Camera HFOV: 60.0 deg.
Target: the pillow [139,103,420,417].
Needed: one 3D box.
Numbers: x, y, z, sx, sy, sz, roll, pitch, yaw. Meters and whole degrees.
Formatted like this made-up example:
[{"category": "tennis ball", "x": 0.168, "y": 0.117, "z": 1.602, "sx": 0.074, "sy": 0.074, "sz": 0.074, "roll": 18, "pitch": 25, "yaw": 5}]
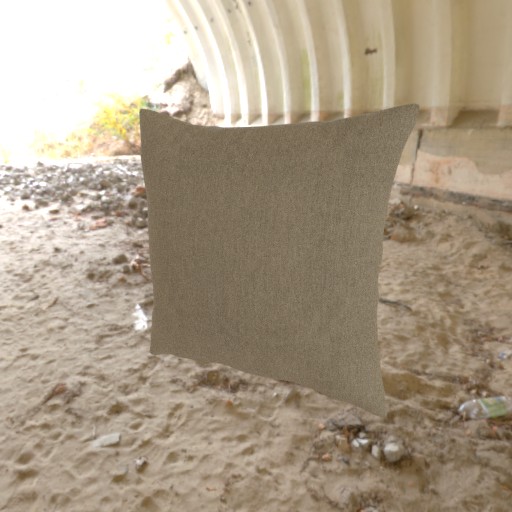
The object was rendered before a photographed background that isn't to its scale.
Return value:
[{"category": "pillow", "x": 0.000, "y": 0.000, "z": 0.681, "sx": 0.433, "sy": 0.436, "sz": 0.173, "roll": 8, "pitch": 18, "yaw": 26}]
